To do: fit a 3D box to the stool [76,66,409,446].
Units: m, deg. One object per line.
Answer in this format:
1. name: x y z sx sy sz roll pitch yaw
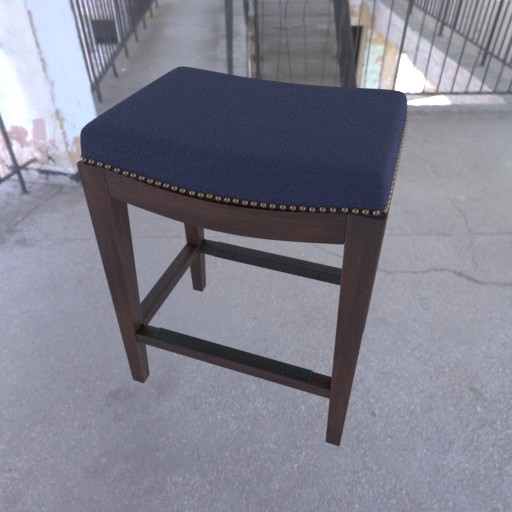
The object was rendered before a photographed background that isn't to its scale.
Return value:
1. stool: 0.000 0.000 0.932 0.500 0.642 0.361 13 41 15
